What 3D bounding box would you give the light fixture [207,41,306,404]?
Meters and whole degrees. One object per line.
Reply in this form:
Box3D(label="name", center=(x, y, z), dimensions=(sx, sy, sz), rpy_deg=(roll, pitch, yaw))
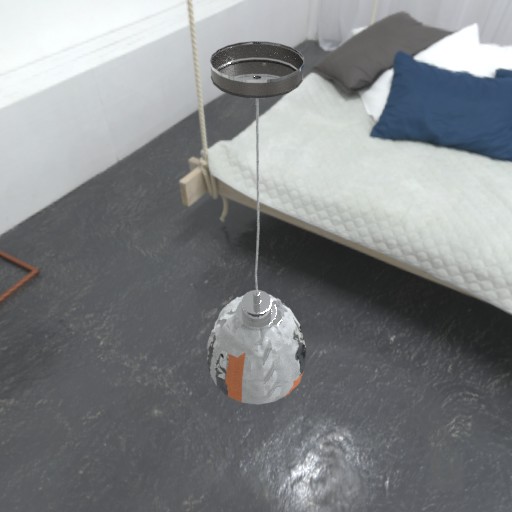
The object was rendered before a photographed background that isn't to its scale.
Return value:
Box3D(label="light fixture", center=(0.000, 0.000, 1.724), dimensions=(0.500, 1.511, 0.496), rpy_deg=(9, 47, 9))
